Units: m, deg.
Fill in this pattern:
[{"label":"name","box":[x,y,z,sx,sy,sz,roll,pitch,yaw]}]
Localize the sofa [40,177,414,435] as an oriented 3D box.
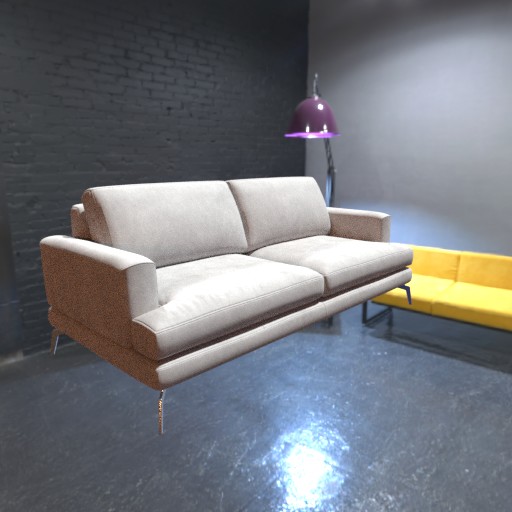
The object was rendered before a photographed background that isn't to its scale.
[{"label":"sofa","box":[0.000,0.000,2.502,0.980,0.830,2.013,12,17,43]}]
